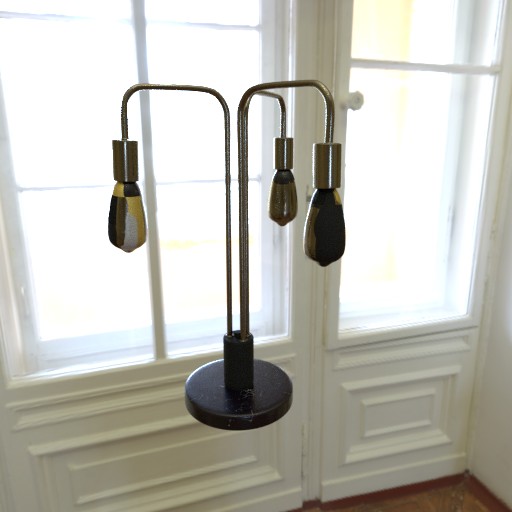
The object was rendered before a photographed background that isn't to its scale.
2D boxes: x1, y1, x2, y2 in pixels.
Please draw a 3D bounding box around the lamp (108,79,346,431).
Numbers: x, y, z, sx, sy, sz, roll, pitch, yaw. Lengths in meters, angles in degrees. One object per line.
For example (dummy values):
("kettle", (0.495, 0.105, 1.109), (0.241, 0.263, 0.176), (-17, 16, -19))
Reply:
("lamp", (0.000, 0.000, 0.779), (0.355, 0.560, 0.368), (8, 17, 27))
